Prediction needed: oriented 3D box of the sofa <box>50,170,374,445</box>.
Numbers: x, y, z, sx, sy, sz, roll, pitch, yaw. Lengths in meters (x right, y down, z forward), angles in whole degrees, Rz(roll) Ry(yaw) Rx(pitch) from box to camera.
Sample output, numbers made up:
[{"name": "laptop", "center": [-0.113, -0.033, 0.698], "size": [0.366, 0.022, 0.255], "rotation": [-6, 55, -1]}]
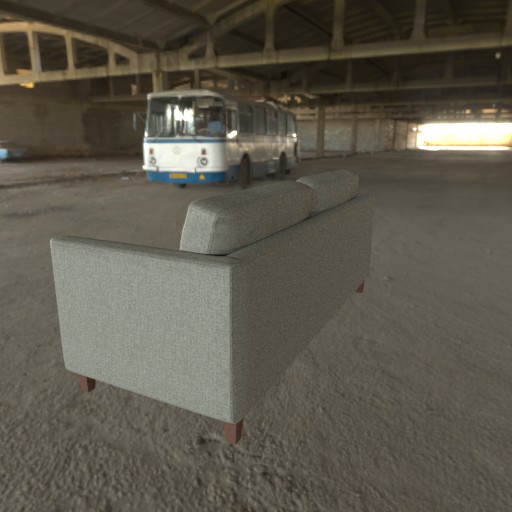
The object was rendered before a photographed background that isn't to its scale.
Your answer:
[{"name": "sofa", "center": [0.000, 0.000, 2.716], "size": [0.956, 0.960, 2.208], "rotation": [8, 17, 26]}]
